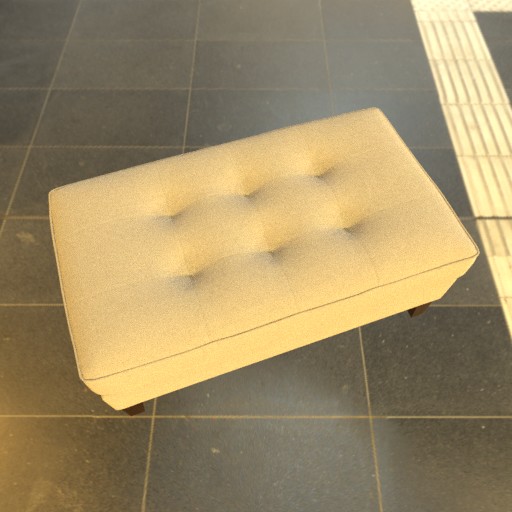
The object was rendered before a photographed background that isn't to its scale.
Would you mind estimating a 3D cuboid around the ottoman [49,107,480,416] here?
[{"bbox_3d":[0.000,0.000,1.467,1.143,0.508,0.648,-17,61,-10],"label":"ottoman"}]
